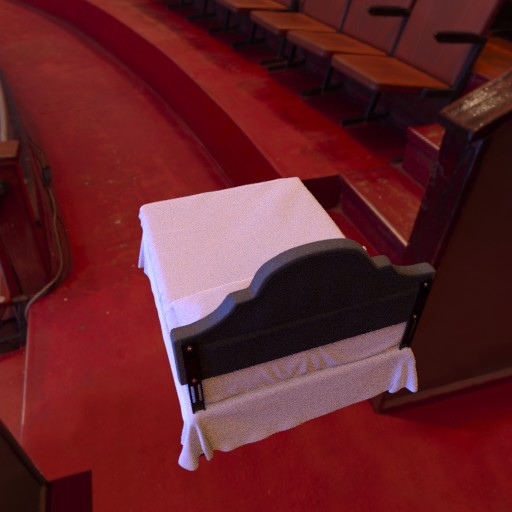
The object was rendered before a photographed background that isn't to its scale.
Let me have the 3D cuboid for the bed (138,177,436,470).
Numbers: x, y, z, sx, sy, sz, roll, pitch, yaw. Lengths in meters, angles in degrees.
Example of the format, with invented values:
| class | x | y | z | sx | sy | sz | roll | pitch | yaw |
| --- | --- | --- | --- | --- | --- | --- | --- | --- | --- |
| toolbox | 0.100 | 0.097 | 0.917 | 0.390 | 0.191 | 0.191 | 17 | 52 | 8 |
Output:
| class | x | y | z | sx | sy | sz | roll | pitch | yaw |
| --- | --- | --- | --- | --- | --- | --- | --- | --- | --- |
| bed | 0.000 | 0.000 | 3.403 | 1.780 | 1.634 | 2.222 | -13 | 42 | -15 |
